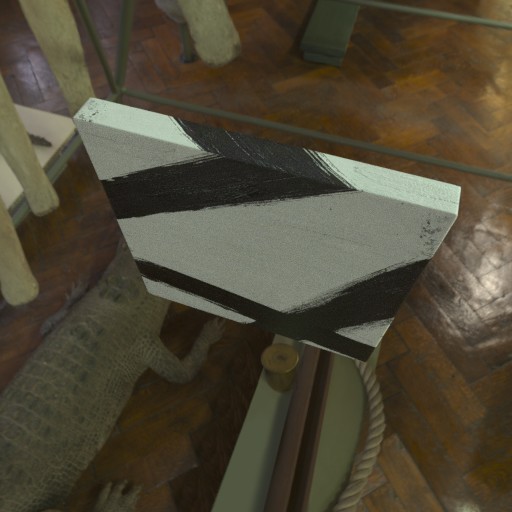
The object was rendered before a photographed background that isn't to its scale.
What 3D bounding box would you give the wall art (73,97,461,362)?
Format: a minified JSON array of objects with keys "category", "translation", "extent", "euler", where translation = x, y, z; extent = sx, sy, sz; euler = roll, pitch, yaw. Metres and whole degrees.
[{"category":"wall art","translation":[0.000,0.000,0.777],"extent":[0.507,0.508,0.050],"euler":[16,59,10]}]
